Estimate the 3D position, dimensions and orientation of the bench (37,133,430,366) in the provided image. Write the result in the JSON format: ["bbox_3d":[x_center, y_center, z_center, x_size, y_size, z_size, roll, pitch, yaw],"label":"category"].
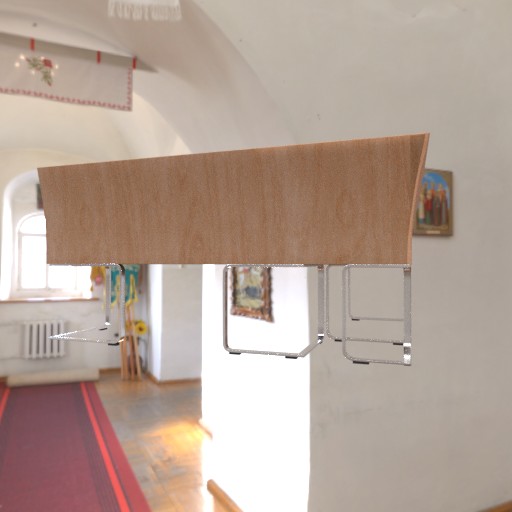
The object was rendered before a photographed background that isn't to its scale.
[{"bbox_3d":[0.000,0.000,2.735,1.945,0.930,1.495,0,-1,19],"label":"bench"}]
